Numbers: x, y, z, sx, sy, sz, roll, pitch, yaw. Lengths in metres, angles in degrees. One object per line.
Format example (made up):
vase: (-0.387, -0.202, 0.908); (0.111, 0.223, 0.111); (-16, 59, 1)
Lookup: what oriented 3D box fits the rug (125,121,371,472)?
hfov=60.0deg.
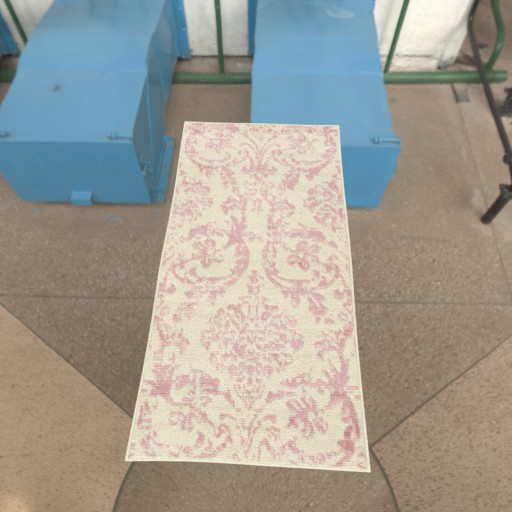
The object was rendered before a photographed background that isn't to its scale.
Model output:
rug: (0.000, 0.000, 1.407); (0.604, 0.007, 1.219); (2, 58, 1)
